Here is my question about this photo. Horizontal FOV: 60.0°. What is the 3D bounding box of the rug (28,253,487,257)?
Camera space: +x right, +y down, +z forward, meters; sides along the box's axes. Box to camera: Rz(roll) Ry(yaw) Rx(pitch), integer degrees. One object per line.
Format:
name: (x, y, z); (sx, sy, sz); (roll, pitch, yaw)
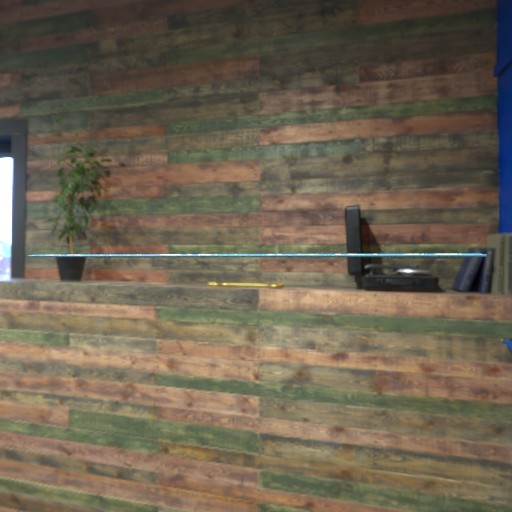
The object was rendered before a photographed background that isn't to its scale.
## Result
rug: (0.000, 0.000, 1.410); (1.219, 0.007, 0.604); (0, 0, 17)
